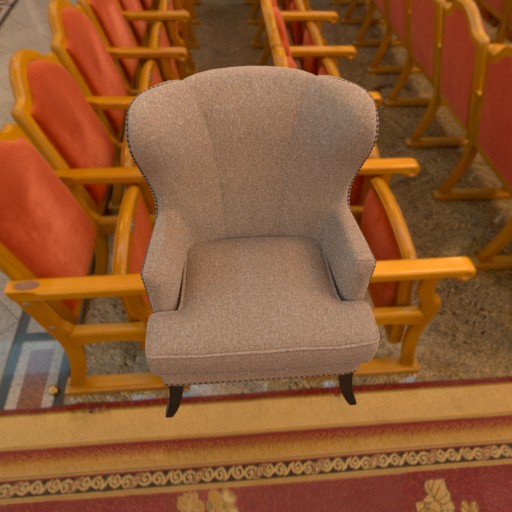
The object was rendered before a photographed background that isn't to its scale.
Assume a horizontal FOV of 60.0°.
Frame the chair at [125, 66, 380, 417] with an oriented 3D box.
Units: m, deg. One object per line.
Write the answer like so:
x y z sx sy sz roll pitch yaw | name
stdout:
0.000 0.000 1.590 0.759 1.060 0.758 -3 48 -3 | chair
